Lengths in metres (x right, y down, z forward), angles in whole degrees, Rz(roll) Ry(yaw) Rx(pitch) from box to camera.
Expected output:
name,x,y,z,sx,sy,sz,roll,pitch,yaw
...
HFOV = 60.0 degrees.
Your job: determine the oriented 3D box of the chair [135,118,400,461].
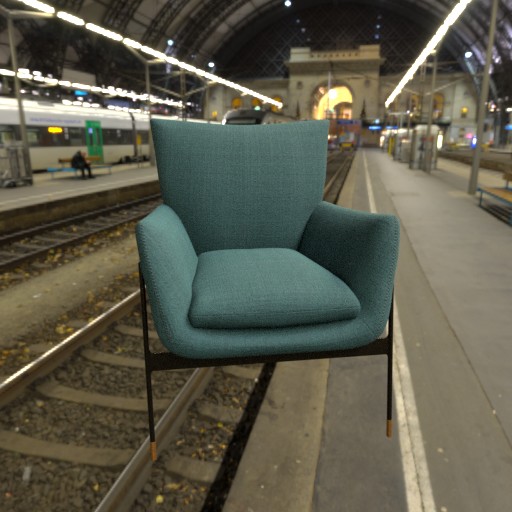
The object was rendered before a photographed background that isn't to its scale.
name,x,y,z,sx,sy,sz,roll,pitch,yaw
chair,0.000,0.000,1.402,0.678,0.859,0.769,-2,15,-8
